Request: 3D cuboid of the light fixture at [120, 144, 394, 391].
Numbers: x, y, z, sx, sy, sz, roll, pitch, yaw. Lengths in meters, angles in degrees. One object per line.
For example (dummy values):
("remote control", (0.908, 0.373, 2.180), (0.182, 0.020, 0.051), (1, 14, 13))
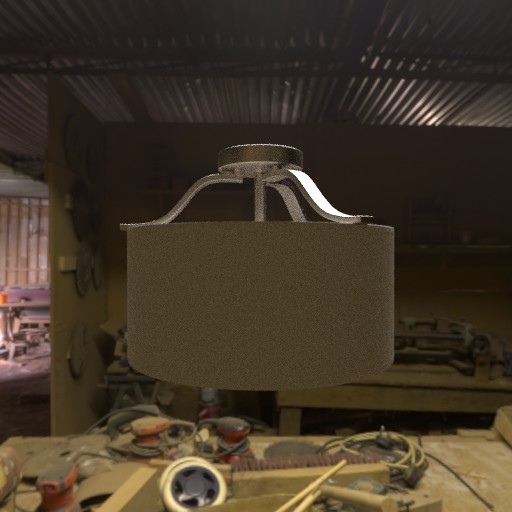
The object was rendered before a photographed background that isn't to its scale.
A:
("light fixture", (0.000, 0.000, 0.663), (0.395, 0.304, 0.395), (0, 0, 0))
